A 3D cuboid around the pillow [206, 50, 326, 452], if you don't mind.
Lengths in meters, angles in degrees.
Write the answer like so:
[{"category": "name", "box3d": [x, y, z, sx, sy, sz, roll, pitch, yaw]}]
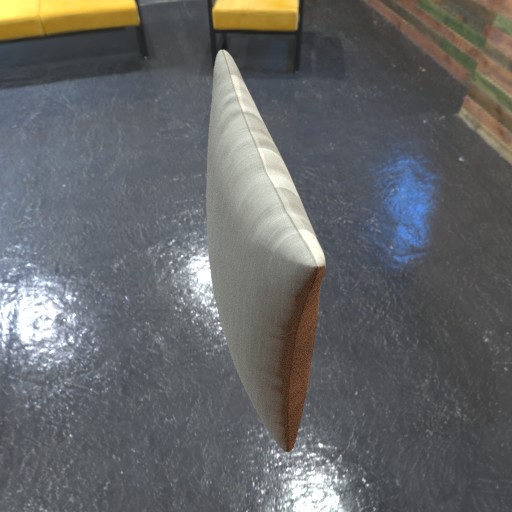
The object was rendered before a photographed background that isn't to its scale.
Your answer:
[{"category": "pillow", "box3d": [0.000, 0.000, 0.776, 0.161, 0.509, 0.511, -10, 48, -9]}]
